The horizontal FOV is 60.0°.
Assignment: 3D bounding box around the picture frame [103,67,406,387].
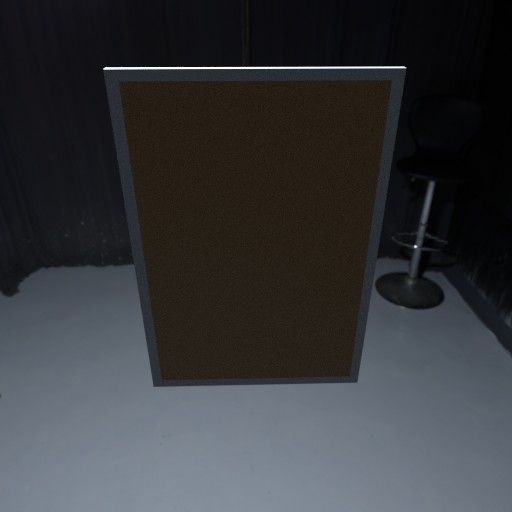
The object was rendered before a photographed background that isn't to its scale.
[{"bbox_3d":[0.000,0.000,0.836,0.457,0.657,0.013,-1,30,-1],"label":"picture frame"}]
